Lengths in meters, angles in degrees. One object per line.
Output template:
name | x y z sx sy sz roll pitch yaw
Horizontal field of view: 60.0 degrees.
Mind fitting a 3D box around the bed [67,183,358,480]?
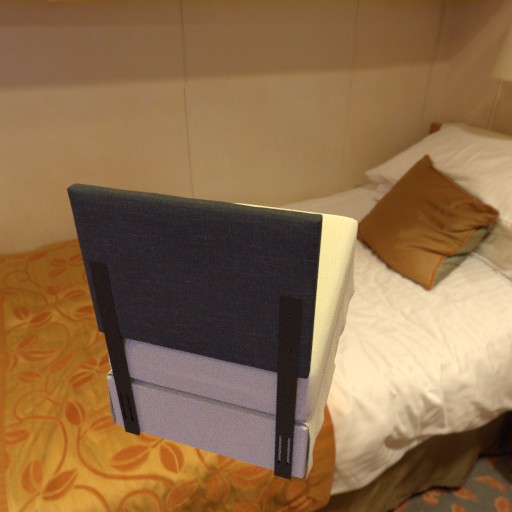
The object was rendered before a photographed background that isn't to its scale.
bed | 0.000 0.000 2.992 1.261 1.571 1.997 9 31 15
